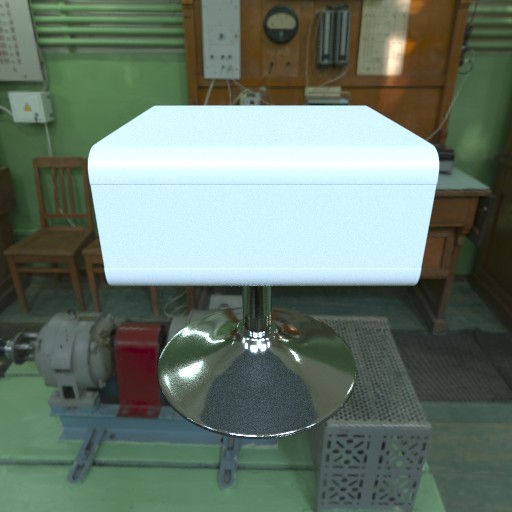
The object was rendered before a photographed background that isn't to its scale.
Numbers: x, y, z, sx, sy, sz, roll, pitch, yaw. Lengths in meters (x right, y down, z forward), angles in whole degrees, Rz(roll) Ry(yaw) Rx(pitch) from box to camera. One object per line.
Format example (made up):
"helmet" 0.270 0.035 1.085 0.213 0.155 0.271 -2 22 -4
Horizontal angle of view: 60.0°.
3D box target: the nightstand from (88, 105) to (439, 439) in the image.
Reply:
"nightstand" 0.000 0.000 0.755 0.404 0.447 0.399 0 26 0
